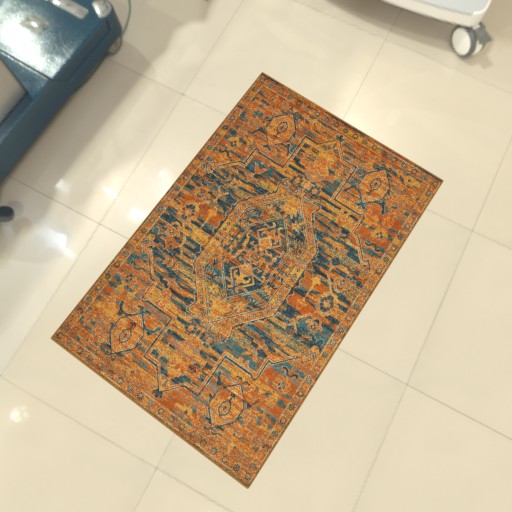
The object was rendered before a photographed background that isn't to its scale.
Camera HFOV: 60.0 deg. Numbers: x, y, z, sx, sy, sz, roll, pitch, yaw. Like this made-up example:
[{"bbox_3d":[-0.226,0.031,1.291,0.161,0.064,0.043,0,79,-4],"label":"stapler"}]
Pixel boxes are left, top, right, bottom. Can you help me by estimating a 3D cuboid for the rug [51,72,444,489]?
[{"bbox_3d":[0.000,0.000,1.070,0.557,0.008,0.863,34,78,8],"label":"rug"}]
